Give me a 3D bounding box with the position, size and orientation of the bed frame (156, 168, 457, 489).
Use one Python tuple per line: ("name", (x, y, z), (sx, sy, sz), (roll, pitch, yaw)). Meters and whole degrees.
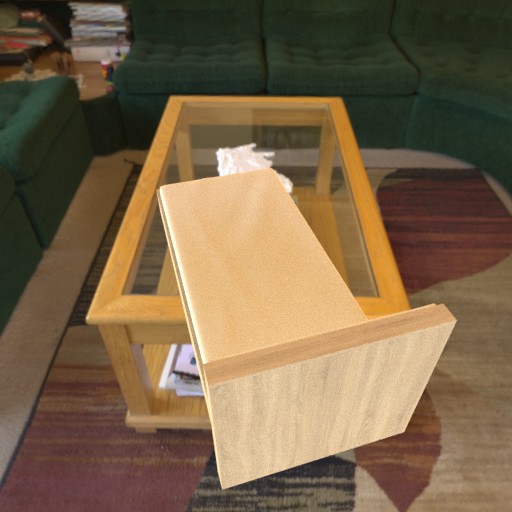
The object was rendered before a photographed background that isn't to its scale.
("bed frame", (0.000, 0.000, 2.690), (0.990, 0.920, 2.140), (-12, 43, -12))
